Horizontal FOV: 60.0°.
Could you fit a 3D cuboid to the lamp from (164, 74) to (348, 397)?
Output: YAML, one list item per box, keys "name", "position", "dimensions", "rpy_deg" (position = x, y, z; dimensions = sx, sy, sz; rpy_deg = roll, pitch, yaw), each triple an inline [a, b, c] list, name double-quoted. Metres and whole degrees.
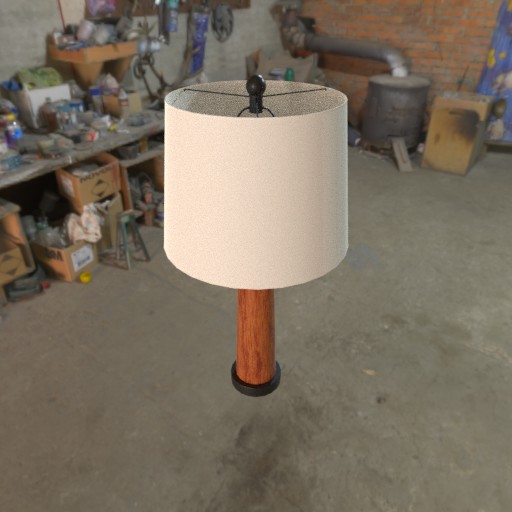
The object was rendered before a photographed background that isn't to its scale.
- name: "lamp"
  position: [0.000, 0.000, 0.871]
  dimensions: [0.349, 0.667, 0.349]
  rpy_deg: [0, 31, 0]
